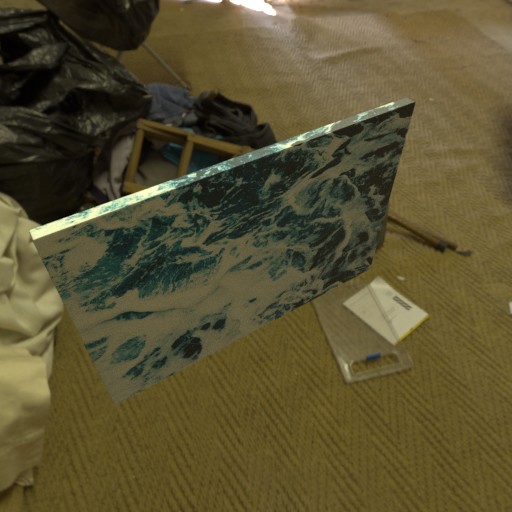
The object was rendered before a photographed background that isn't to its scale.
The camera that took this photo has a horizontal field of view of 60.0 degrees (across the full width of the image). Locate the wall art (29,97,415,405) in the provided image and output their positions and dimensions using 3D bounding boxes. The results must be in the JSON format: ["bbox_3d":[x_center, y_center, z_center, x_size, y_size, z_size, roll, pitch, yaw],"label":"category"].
[{"bbox_3d":[0.000,0.000,1.908,1.524,1.017,0.055,-25,51,-22],"label":"wall art"}]
